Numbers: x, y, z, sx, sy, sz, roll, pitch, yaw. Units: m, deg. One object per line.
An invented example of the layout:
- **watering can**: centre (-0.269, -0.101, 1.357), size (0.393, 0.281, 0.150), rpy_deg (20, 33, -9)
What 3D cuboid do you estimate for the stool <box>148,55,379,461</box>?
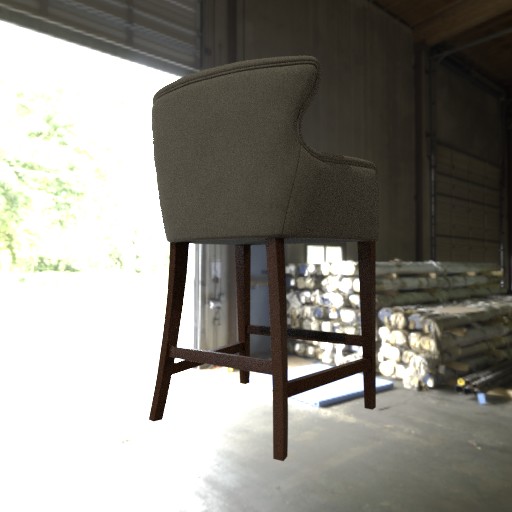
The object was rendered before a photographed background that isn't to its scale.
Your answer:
- **stool**: centre (0.000, 0.000, 1.329), size (0.575, 0.951, 0.575), rpy_deg (-1, -1, 36)
